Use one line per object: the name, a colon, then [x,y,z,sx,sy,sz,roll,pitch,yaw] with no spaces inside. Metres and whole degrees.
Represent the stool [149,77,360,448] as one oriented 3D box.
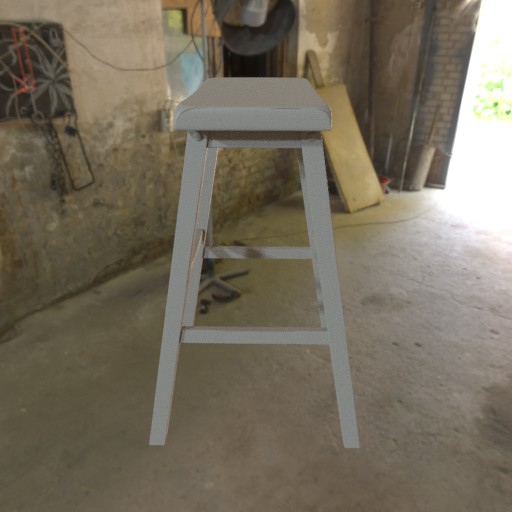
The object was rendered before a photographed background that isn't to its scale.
stool: [0.000,0.000,1.037,0.476,0.737,0.457,0,27,1]
